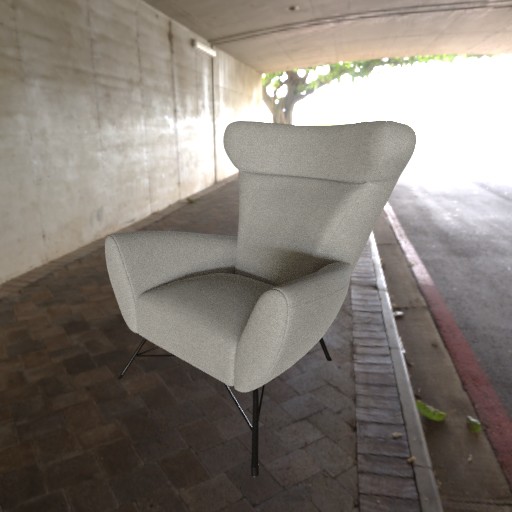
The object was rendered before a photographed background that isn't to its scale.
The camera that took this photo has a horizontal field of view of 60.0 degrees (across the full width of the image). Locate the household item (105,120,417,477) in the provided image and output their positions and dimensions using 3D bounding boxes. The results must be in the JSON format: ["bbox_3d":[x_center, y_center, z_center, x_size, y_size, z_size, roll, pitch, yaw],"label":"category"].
[{"bbox_3d":[0.000,0.000,1.792,0.980,1.050,0.900,15,22,41],"label":"household item"}]
